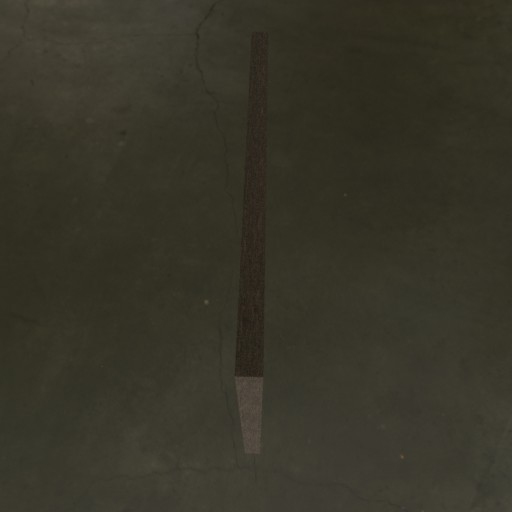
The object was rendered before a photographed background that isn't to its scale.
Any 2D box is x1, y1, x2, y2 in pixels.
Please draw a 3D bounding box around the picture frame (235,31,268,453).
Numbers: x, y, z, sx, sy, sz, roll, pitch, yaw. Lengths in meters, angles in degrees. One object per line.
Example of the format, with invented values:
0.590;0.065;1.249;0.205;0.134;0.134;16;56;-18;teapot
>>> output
0.000;0.000;0.743;0.026;0.455;0.546;1;58;1;picture frame
